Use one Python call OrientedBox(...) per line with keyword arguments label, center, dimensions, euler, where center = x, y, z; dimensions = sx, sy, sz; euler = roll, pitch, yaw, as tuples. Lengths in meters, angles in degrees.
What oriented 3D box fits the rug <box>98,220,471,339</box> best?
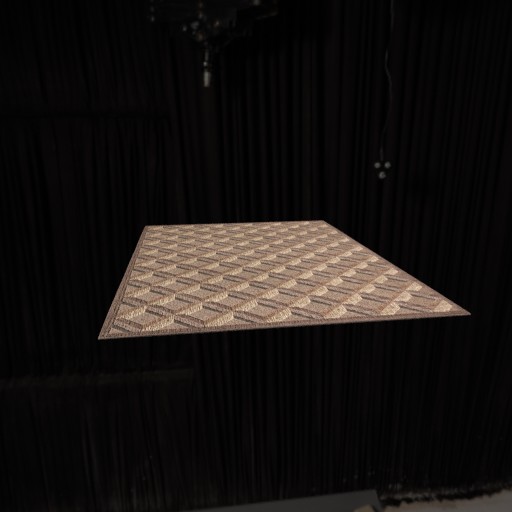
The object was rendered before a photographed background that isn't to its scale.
OrientedBox(label="rug", center=(0.000, 0.000, 4.327), dimensions=(2.382, 0.018, 3.294), euler=(-2, 16, -8))
